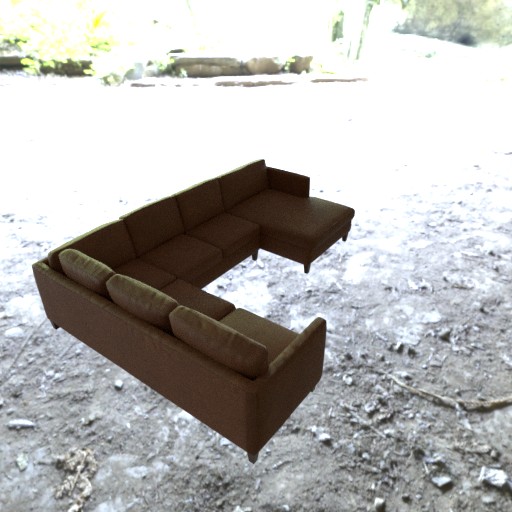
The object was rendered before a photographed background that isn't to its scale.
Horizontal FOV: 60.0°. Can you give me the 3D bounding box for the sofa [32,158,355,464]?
[{"bbox_3d":[0.000,0.000,4.665,2.593,0.923,3.460,21,37,31],"label":"sofa"}]
